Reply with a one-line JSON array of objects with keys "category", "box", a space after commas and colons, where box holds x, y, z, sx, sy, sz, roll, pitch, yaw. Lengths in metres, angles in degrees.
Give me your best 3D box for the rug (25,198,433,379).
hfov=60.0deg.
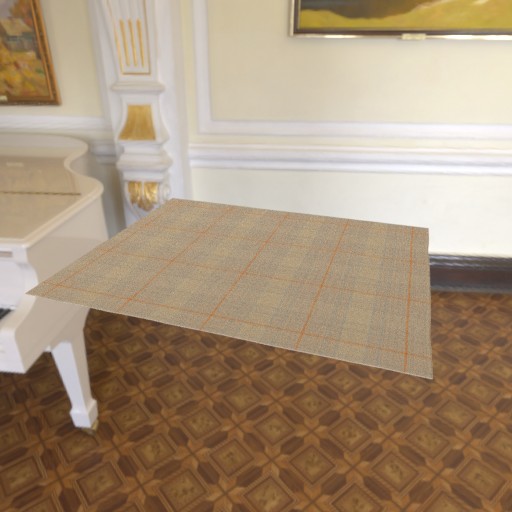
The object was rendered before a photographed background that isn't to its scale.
[{"category": "rug", "box": [0.000, 0.000, 4.113, 3.051, 0.021, 2.448, 9, 28, 17]}]
